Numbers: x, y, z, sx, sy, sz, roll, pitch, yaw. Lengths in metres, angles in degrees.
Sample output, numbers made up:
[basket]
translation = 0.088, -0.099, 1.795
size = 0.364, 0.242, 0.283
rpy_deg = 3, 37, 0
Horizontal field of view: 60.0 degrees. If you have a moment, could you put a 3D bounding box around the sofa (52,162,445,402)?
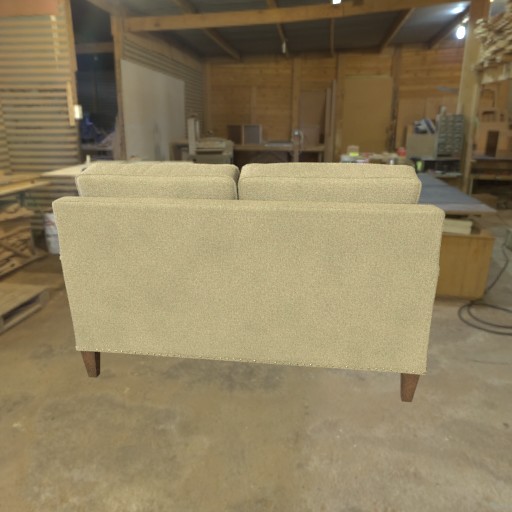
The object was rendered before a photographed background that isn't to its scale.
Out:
[sofa]
translation = 0.000, 0.000, 2.266
size = 1.597, 1.003, 1.084
rpy_deg = 2, 17, 7
